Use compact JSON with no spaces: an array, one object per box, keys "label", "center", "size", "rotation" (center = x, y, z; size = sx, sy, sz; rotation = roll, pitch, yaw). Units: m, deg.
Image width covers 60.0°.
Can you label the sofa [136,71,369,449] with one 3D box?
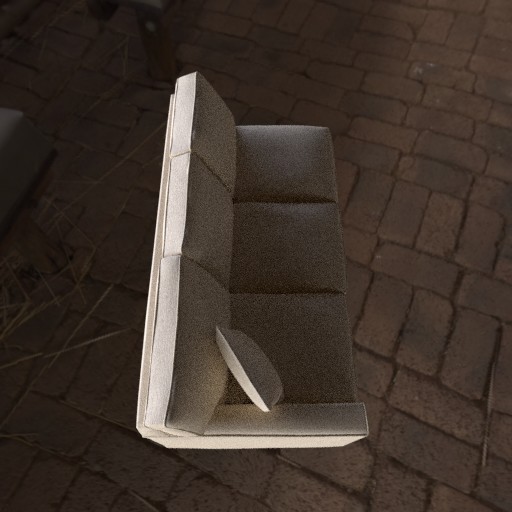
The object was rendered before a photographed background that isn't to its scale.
[{"label":"sofa","center":[0.000,0.000,2.526],"size":[1.034,0.946,1.962],"rotation":[0,63,0]}]
